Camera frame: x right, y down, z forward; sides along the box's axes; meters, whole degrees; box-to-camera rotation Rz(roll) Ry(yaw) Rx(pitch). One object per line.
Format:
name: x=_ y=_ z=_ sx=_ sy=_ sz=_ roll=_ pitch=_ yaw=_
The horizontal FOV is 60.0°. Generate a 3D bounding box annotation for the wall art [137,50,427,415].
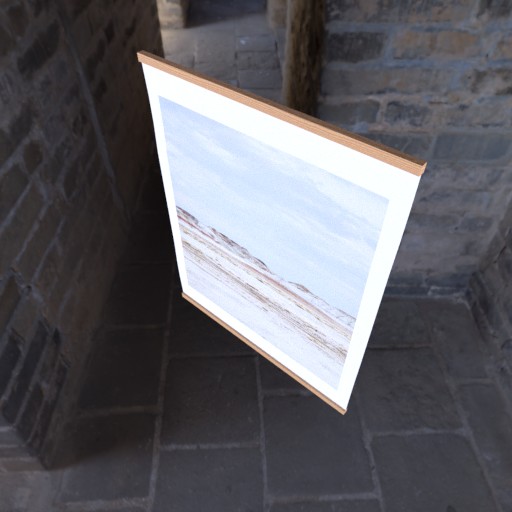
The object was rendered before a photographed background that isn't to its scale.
wall art: x=0.000 y=0.000 z=0.676 sx=0.404 sy=0.507 sz=0.010 roll=31 pitch=53 yaw=27
